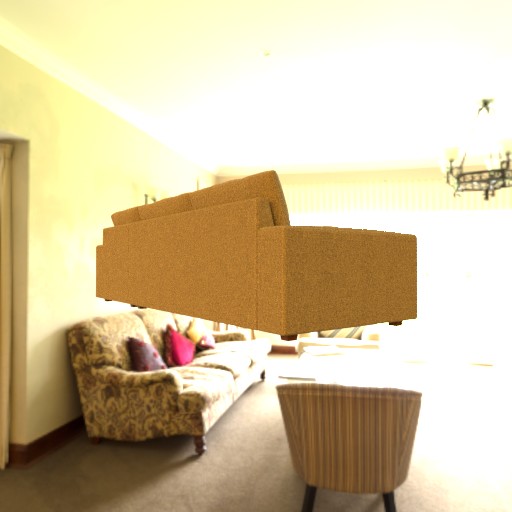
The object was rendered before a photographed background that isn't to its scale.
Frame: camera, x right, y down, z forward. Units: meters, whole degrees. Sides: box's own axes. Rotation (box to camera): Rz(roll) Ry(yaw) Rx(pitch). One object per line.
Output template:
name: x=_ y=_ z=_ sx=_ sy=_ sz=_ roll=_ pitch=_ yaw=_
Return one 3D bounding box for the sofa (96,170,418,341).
sofa: x=0.000 y=0.000 z=3.503 sx=1.689 sy=0.813 sz=2.718 roll=1 pitch=-1 yaw=-36
